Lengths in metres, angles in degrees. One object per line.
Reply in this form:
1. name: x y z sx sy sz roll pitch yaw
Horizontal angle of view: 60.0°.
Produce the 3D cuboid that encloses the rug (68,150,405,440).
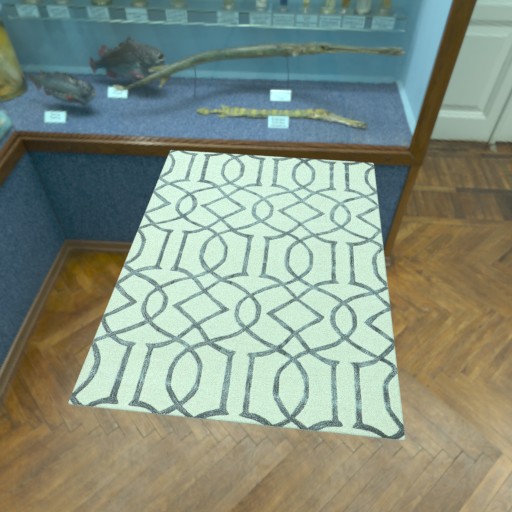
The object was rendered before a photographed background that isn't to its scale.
1. rug: 0.000 0.000 3.840 2.211 0.021 2.910 5 48 4
